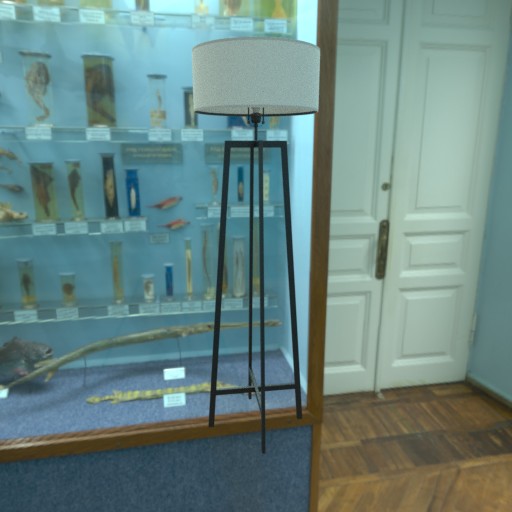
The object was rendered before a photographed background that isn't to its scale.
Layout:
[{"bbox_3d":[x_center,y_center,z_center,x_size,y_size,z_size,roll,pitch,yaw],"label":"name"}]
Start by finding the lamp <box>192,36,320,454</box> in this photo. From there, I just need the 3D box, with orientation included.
[{"bbox_3d":[0.000,0.000,1.774,0.457,1.510,0.456,-2,14,-8],"label":"lamp"}]
